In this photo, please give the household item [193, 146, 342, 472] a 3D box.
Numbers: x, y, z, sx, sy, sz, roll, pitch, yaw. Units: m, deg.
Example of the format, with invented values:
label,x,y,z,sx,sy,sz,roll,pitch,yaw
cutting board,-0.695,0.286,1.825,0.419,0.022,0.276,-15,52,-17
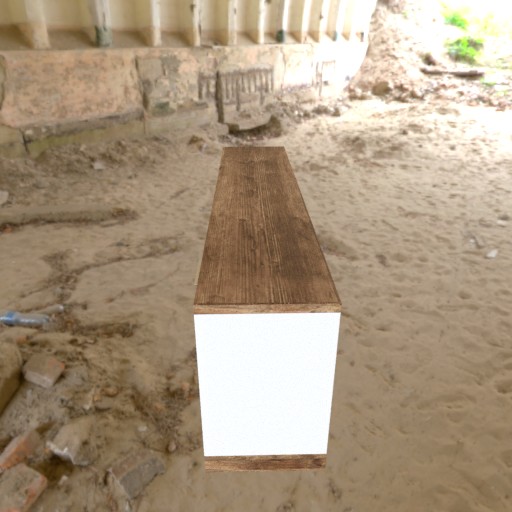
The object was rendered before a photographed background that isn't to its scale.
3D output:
label,x,y,z,sx,sy,sz,roll,pitch,yaw
household item,0.000,0.000,2.056,0.390,0.615,1.800,-1,26,-1
